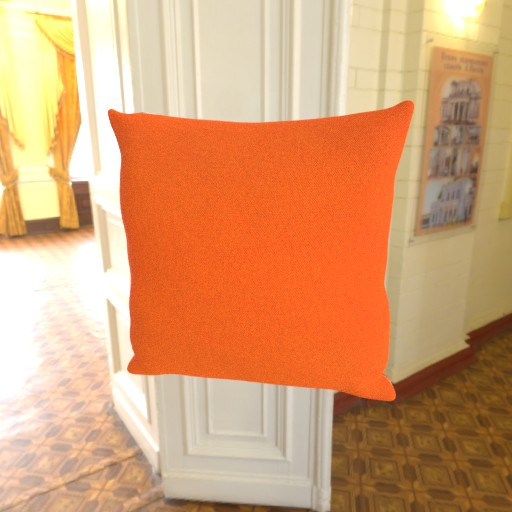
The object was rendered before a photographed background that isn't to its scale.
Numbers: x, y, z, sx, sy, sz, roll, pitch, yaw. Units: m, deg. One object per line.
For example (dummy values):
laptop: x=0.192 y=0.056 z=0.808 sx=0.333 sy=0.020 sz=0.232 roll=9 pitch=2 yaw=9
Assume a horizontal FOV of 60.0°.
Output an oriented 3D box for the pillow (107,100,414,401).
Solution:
pillow: x=0.000 y=0.000 z=0.669 sx=0.440 sy=0.441 sz=0.182 roll=3 pitch=16 yaw=9
